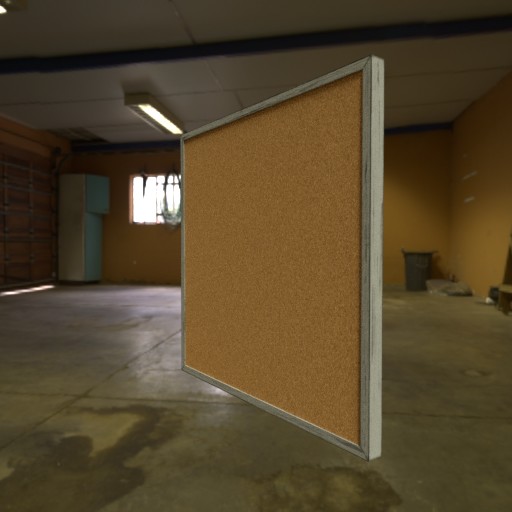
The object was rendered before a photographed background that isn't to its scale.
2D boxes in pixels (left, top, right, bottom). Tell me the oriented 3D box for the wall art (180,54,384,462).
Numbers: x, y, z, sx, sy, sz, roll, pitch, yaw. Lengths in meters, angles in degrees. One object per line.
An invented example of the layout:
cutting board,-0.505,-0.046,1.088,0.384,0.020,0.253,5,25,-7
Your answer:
wall art,0.000,0.000,1.142,0.037,0.761,0.761,-1,2,-37
